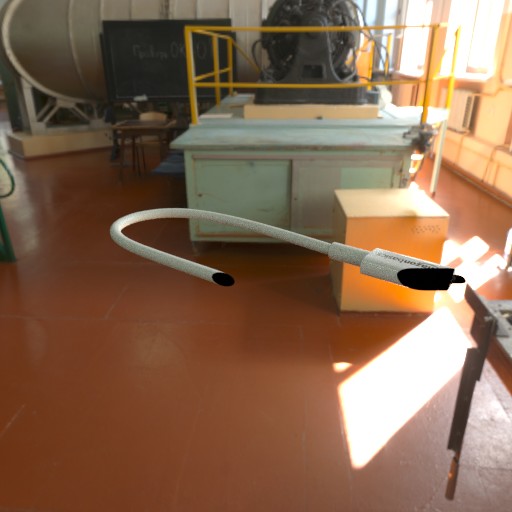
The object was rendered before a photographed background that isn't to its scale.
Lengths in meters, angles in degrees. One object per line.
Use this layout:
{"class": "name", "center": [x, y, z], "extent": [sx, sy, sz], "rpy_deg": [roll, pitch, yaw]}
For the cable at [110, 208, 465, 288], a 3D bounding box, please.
{"class": "cable", "center": [0.000, 0.000, 0.112], "extent": [0.098, 0.005, 0.041], "rpy_deg": [18, 30, 34]}
